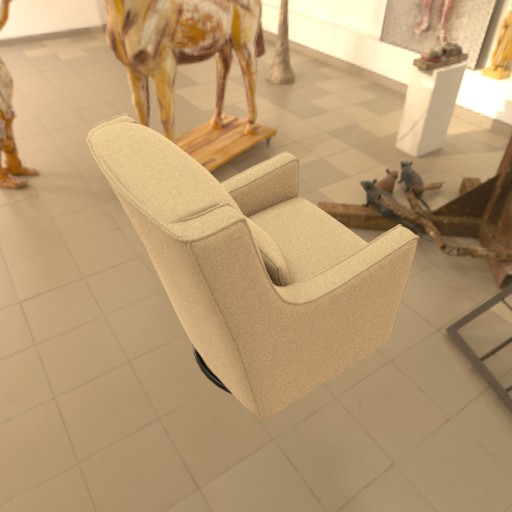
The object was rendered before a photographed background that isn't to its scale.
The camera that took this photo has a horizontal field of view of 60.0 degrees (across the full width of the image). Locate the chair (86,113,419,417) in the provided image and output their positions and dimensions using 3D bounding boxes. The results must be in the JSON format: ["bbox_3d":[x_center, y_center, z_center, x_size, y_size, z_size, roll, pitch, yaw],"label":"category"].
[{"bbox_3d":[0.000,0.000,1.596,0.879,0.993,0.732,-24,46,-25],"label":"chair"}]
